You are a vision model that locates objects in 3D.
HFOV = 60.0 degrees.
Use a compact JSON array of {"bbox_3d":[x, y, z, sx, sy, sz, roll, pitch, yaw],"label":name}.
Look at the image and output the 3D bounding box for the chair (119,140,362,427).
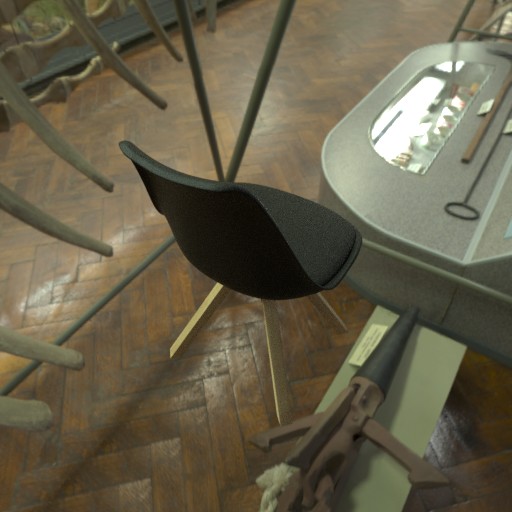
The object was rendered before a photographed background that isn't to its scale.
[{"bbox_3d":[0.000,0.000,1.169,0.485,0.850,0.549,25,50,23],"label":"chair"}]
